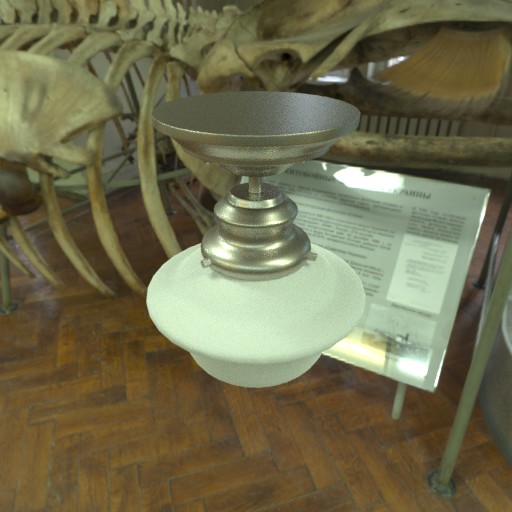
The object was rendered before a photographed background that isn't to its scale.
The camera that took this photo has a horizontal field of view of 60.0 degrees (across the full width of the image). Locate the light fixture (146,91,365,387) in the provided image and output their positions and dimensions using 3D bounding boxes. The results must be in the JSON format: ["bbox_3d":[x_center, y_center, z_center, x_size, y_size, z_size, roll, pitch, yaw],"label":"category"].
[{"bbox_3d":[0.000,0.000,0.394,0.199,0.254,0.199,0,30,0],"label":"light fixture"}]
